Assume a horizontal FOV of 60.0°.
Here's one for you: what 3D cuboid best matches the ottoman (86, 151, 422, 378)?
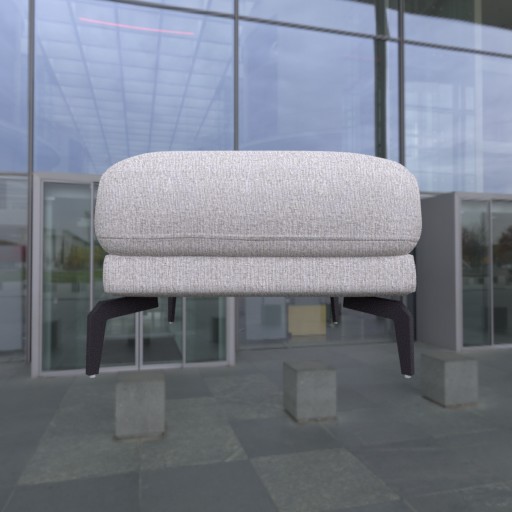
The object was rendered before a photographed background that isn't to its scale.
[{"bbox_3d":[0.000,0.000,1.086,0.568,0.420,0.772,0,-1,0],"label":"ottoman"}]
